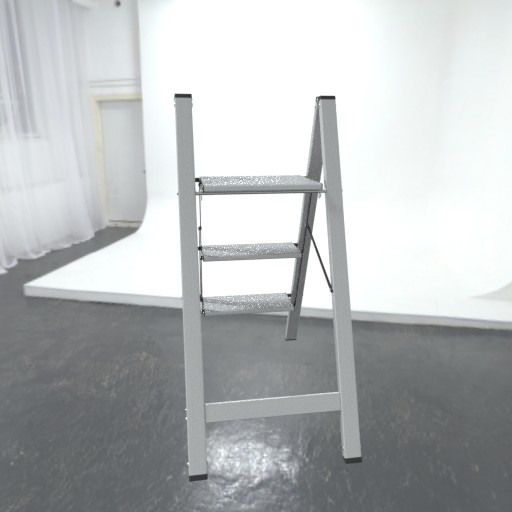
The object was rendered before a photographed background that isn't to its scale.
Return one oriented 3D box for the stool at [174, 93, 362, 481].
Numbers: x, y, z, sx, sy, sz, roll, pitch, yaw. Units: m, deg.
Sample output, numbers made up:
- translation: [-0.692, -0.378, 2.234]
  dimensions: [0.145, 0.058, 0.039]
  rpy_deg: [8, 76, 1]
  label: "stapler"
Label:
- translation: [0.000, 0.000, 1.318]
  dimensions: [0.441, 0.902, 0.730]
  rpy_deg: [-2, 15, -8]
  label: "stool"
